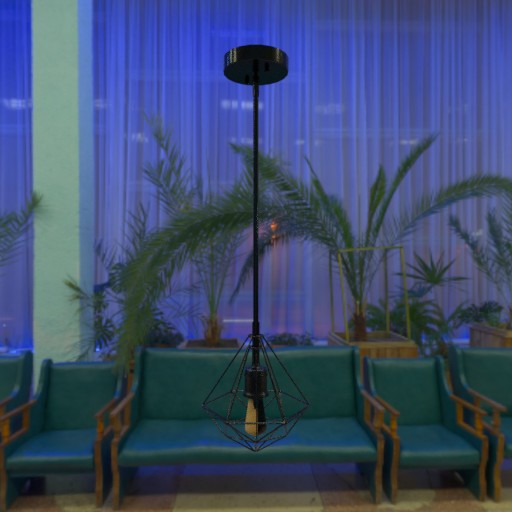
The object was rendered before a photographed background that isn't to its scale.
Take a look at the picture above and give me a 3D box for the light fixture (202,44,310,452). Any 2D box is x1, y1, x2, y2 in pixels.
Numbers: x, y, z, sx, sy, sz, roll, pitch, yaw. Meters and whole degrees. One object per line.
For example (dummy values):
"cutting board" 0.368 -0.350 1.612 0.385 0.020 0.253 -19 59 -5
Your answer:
"light fixture" 0.000 0.000 1.996 0.487 1.764 0.431 0 0 0
